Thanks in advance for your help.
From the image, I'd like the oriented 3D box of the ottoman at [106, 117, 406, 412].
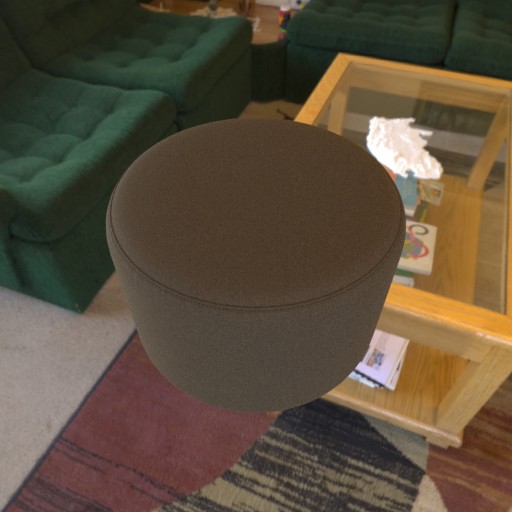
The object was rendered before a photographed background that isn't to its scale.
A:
[{"bbox_3d":[0.000,0.000,1.030,0.608,0.433,0.608,0,47,0],"label":"ottoman"}]
